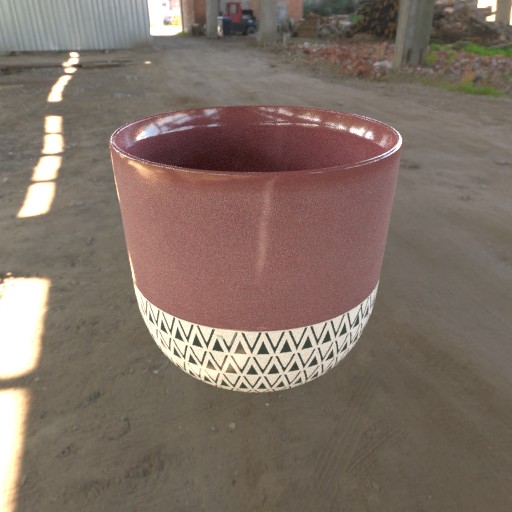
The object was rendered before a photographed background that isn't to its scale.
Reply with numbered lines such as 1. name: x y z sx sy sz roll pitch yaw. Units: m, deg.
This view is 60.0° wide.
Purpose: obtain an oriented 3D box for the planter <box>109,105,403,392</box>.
1. planter: 0.000 0.000 0.481 0.266 0.270 0.266 0 28 0
